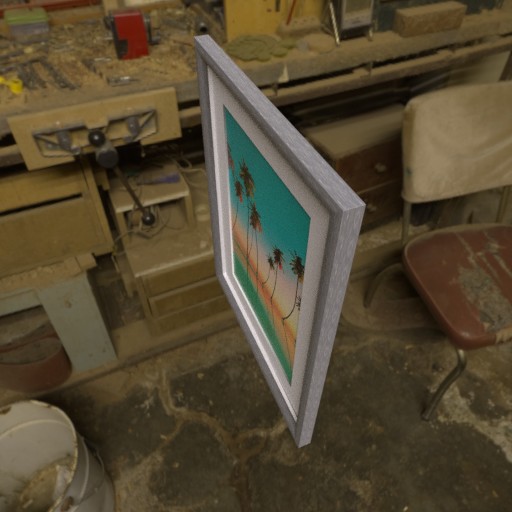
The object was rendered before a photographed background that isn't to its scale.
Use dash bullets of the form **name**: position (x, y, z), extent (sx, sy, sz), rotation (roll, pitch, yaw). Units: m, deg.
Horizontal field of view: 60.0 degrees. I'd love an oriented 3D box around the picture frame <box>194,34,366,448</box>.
- **picture frame**: position (0.000, 0.000, 0.750), extent (0.029, 0.559, 0.454), rotation (-17, 48, -16)
